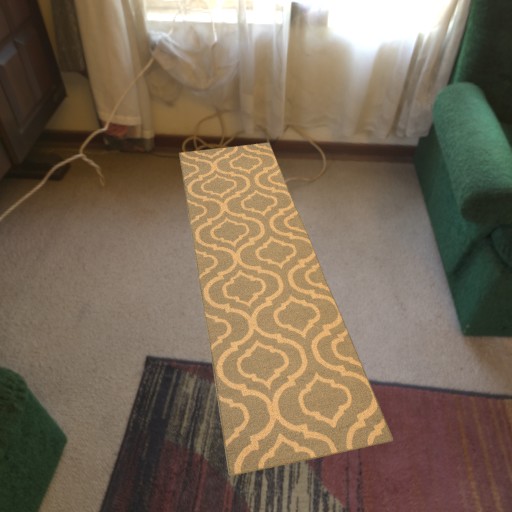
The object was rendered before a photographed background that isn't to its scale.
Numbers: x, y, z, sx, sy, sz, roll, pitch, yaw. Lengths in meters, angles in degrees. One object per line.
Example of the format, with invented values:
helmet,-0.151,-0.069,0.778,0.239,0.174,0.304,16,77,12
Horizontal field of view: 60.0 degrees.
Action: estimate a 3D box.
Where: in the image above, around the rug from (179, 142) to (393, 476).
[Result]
rug,0.000,0.000,2.532,0.684,0.009,2.275,-9,47,-8
